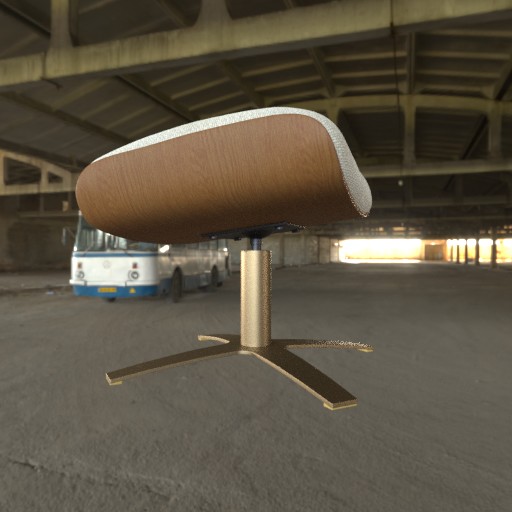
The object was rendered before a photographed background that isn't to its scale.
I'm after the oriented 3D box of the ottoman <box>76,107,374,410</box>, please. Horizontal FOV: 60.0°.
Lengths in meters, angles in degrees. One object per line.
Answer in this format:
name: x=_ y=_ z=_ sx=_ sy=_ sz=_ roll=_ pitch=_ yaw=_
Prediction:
ottoman: x=0.000 y=0.000 z=0.805 sx=0.394 sy=0.391 sz=0.520 roll=0 pitch=1 yaw=18
